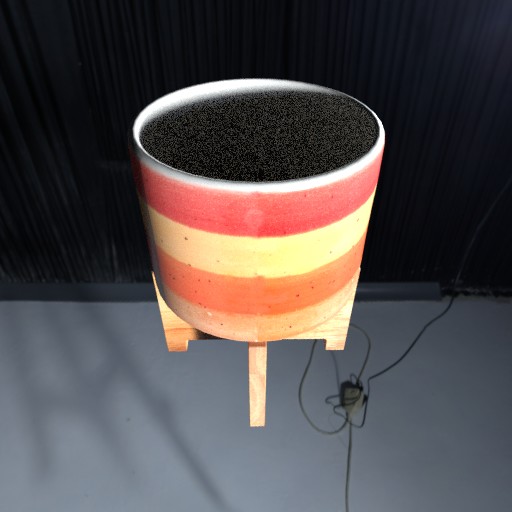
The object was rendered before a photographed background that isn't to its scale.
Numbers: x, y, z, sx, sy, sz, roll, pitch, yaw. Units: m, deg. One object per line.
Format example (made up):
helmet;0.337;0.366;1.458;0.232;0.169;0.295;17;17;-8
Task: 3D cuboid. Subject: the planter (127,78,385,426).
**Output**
planter;0.000;0.000;0.420;0.199;0.268;0.199;0;40;0
